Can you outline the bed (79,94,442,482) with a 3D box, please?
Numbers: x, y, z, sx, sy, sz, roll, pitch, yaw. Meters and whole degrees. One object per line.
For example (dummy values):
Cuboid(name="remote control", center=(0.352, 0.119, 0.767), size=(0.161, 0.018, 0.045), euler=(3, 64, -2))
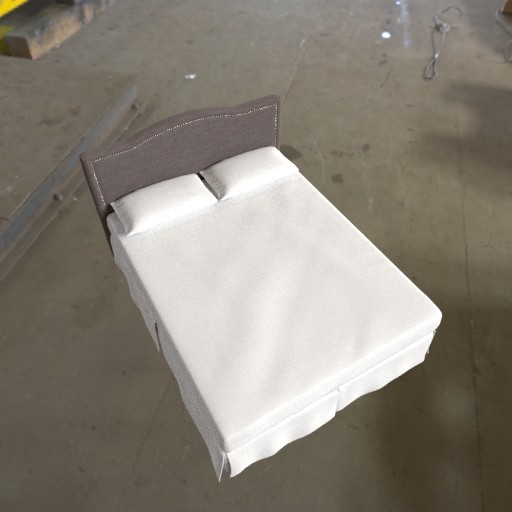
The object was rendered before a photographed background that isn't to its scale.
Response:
Cuboid(name="bed", center=(0.000, 0.000, 3.916), size=(2.161, 1.457, 2.689), euler=(-24, 53, -19))
